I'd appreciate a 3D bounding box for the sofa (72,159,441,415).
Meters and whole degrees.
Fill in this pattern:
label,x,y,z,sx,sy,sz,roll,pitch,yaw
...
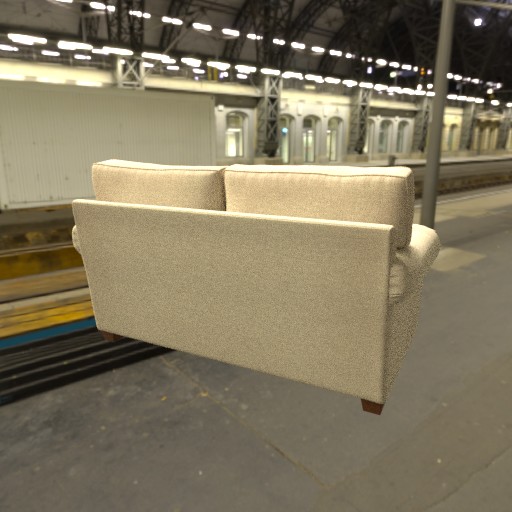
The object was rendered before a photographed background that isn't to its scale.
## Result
label,x,y,z,sx,sy,sz,roll,pitch,yaw
sofa,0.000,0.000,2.290,1.701,0.966,0.966,7,16,27
